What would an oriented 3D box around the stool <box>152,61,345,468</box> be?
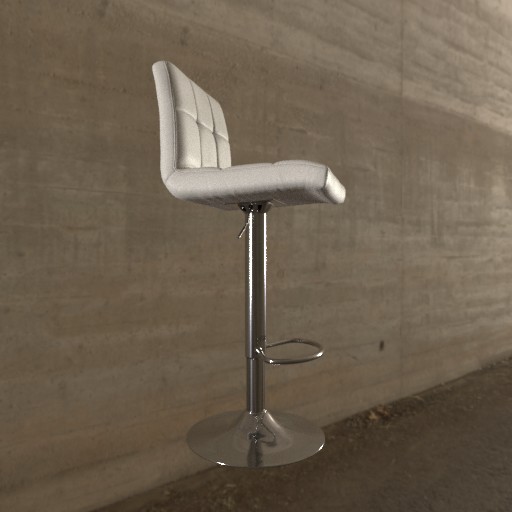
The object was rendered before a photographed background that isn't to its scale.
[{"bbox_3d":[0.000,0.000,1.365,0.505,1.115,0.430,0,1,17],"label":"stool"}]
